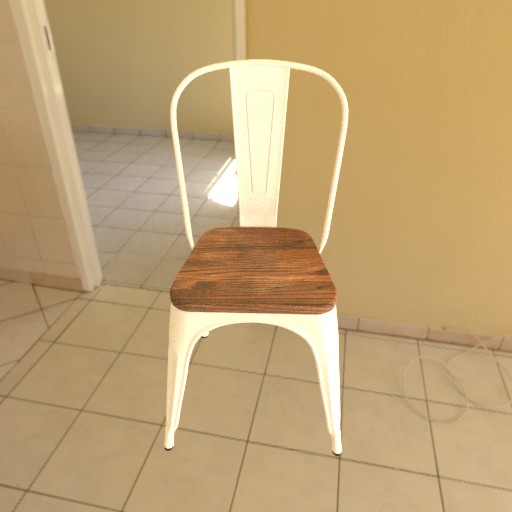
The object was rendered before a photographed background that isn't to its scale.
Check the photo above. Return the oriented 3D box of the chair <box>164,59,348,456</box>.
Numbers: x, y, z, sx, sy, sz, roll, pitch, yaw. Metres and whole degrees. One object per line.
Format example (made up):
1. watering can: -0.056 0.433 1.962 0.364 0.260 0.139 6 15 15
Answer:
1. chair: 0.000 0.000 1.120 0.452 0.851 0.521 1 31 2
